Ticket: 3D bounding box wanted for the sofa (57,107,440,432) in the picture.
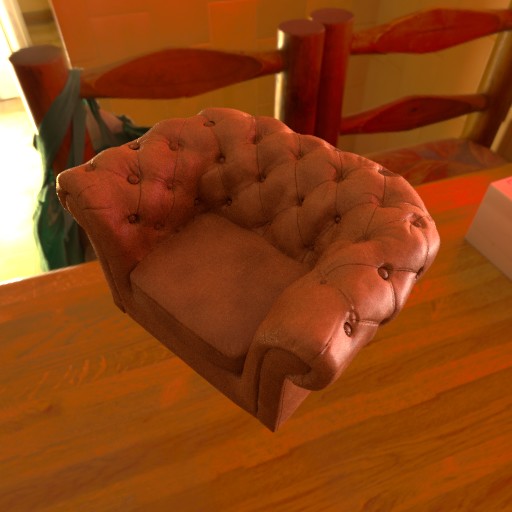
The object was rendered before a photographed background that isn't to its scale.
[{"bbox_3d":[0.000,0.000,2.020,1.405,0.878,1.033,32,54,26],"label":"sofa"}]
